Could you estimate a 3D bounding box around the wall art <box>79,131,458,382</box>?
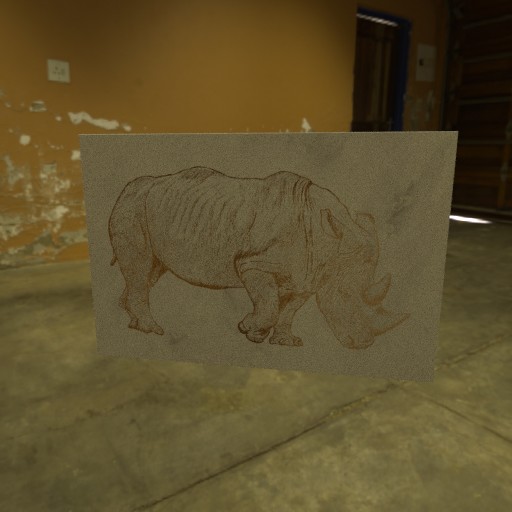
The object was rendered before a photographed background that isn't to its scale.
[{"bbox_3d":[0.000,0.000,1.145,0.915,0.610,0.038,2,13,10],"label":"wall art"}]
